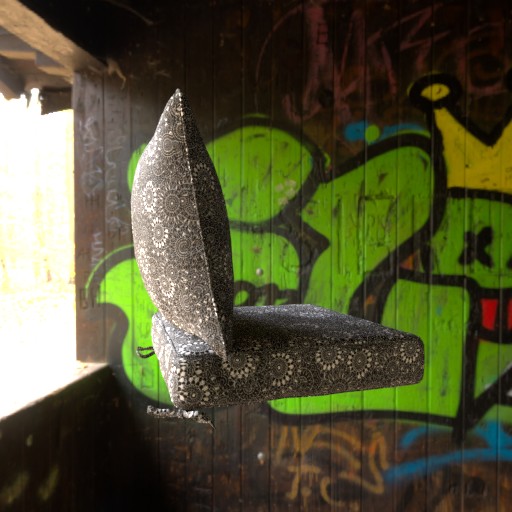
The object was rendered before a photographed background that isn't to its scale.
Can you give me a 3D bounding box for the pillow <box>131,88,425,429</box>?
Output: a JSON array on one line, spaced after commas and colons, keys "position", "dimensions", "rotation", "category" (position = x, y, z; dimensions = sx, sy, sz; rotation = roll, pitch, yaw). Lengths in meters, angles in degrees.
[{"position": [0.000, 0.000, 1.363], "dimensions": [0.740, 0.722, 0.798], "rotation": [0, 1, -17], "category": "pillow"}]
